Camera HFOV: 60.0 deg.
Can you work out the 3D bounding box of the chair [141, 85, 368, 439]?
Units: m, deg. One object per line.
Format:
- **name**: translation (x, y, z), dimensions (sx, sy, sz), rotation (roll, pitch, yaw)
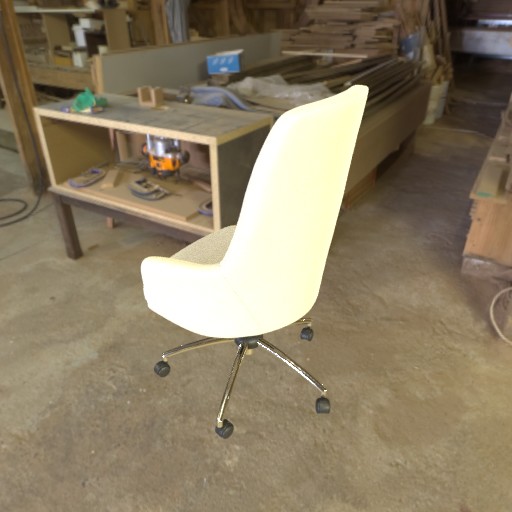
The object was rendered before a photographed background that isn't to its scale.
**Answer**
- **chair**: translation (0.000, 0.000, 1.425), dimensions (0.640, 1.049, 0.620), rotation (19, 36, 29)
